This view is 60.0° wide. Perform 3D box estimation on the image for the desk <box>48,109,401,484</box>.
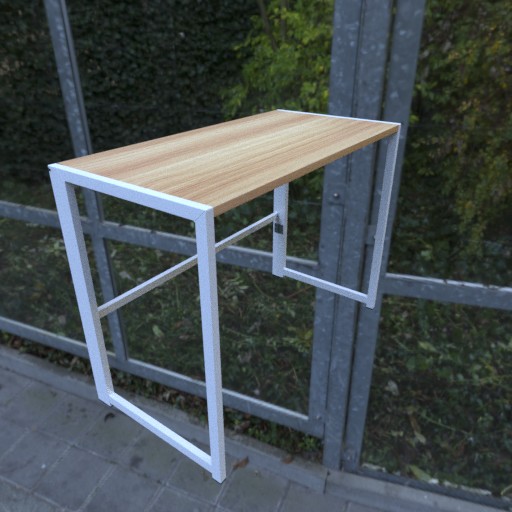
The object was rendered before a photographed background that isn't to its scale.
[{"bbox_3d":[0.000,0.000,1.473,0.508,0.762,1.016,18,32,31],"label":"desk"}]
